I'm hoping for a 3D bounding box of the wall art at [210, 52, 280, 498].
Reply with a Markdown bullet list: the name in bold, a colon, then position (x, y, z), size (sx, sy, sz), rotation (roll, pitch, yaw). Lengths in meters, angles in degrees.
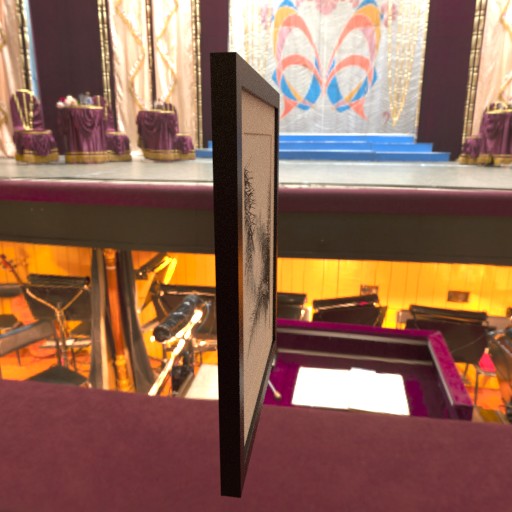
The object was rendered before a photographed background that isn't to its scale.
- **wall art**: position (0.000, 0.000, 0.749), size (0.028, 0.557, 0.457), rotation (2, 15, 8)
